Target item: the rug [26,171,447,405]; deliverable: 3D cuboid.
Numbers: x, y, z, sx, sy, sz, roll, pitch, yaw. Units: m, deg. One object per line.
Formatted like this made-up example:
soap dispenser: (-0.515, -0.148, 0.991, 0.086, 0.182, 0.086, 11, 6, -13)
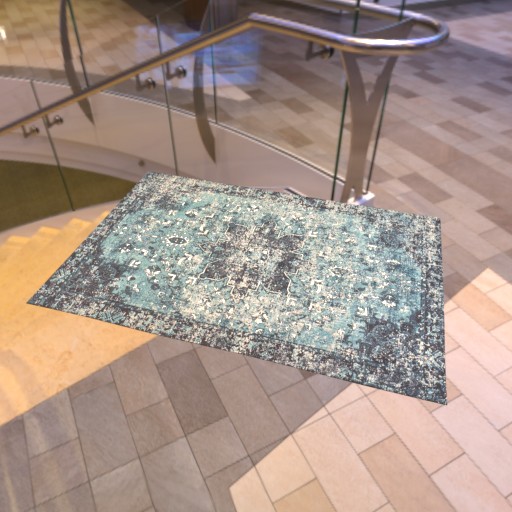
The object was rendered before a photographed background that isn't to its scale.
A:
rug: (0.000, 0.000, 2.269, 1.828, 0.005, 1.219, 11, 42, 12)
